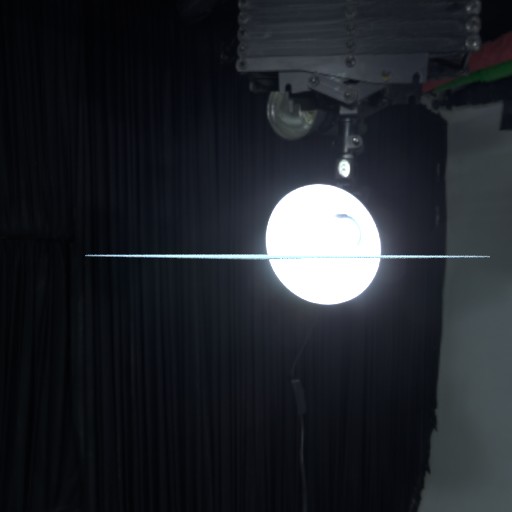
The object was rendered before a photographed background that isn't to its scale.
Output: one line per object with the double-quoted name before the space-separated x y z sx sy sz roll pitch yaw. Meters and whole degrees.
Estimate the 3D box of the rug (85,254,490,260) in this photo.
"rug" 0.000 0.000 3.717 1.982 0.006 2.895 0 1 -36
